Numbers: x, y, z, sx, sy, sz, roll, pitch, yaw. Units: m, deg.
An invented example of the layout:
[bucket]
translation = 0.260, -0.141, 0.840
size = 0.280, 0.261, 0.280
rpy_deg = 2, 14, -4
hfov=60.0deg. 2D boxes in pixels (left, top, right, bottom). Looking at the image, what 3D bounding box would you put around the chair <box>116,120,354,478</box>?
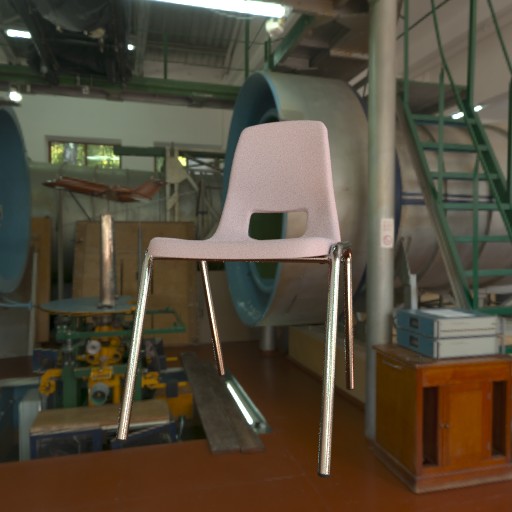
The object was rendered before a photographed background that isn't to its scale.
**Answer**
[chair]
translation = 0.000, 0.000, 0.914
size = 0.381, 0.653, 0.436
rpy_deg = 1, 2, 19
